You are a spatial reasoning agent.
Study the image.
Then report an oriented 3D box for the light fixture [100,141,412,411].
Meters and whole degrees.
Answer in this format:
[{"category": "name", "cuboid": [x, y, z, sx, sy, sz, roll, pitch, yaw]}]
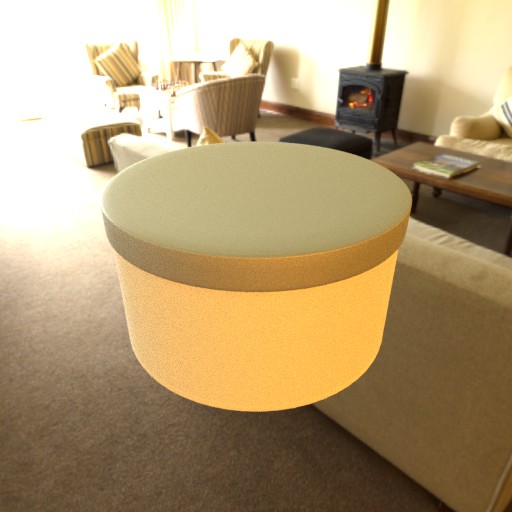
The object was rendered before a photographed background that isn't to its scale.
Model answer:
[{"category": "light fixture", "cuboid": [0.000, 0.000, 0.639, 0.393, 0.229, 0.393, 0, 30, 0]}]
